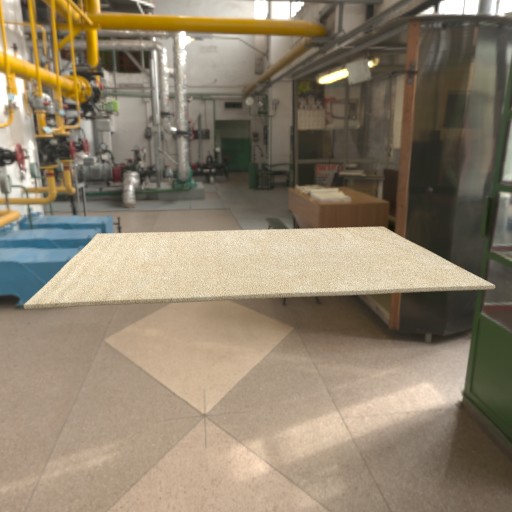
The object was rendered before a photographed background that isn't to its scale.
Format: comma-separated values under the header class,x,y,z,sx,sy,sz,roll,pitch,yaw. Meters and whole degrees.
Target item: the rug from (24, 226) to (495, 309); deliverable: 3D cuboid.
class,x,y,z,sx,sy,sz,roll,pitch,yaw
rug,0.000,0.000,2.906,2.346,0.025,1.500,-2,16,-6
